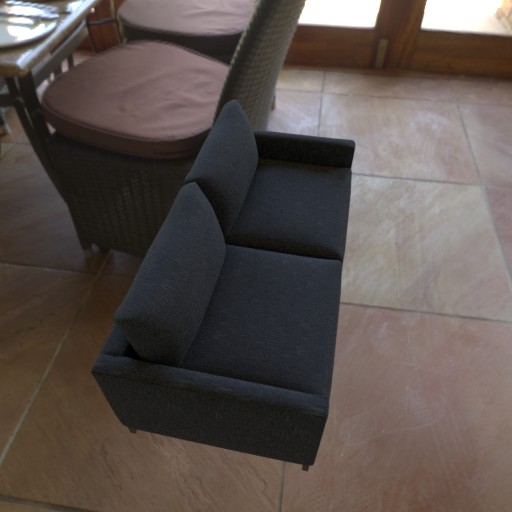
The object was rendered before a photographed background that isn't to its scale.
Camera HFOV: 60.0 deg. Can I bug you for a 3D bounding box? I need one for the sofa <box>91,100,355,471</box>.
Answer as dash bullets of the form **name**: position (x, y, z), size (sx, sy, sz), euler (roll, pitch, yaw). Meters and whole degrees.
- **sofa**: position (0.000, 0.000, 2.210), size (0.866, 0.862, 1.716), euler (9, 48, 8)
